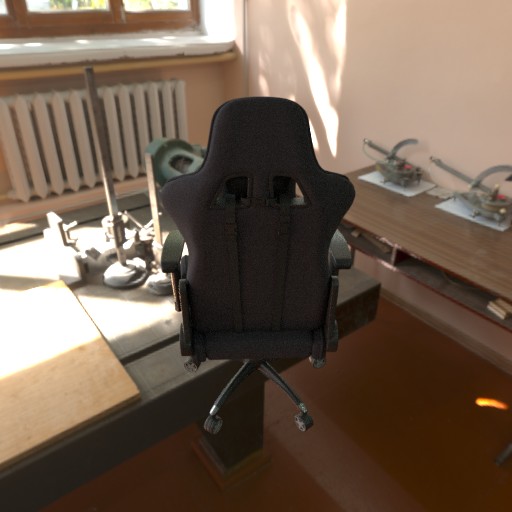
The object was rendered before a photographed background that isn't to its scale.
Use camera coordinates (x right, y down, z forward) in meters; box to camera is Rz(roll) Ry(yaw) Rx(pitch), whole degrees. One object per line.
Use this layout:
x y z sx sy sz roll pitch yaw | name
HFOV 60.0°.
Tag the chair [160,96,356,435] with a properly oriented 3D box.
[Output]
0.000 0.000 1.731 0.730 1.300 0.695 -1 30 -2 | chair
